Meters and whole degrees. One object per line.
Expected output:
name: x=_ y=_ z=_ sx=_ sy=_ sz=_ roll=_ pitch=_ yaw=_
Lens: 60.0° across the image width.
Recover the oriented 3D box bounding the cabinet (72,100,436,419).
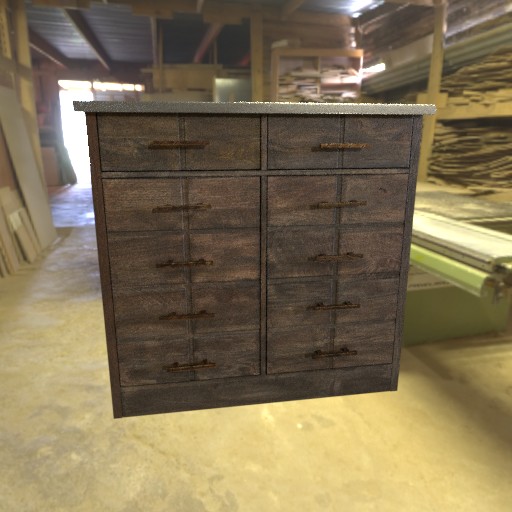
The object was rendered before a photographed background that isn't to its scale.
cabinet: x=0.000 y=0.000 z=1.436 sx=0.968 sy=0.919 sz=0.338 roll=-3 pitch=15 yaw=-9
